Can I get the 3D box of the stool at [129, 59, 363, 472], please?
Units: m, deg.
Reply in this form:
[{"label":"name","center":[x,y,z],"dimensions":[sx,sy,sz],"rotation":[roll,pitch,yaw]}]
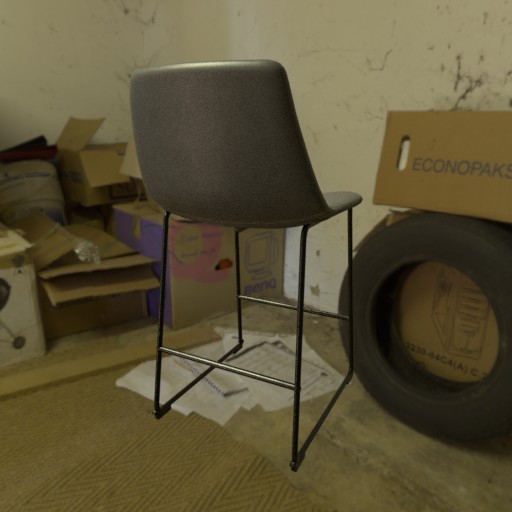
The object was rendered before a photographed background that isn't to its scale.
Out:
[{"label":"stool","center":[0.000,0.000,1.153],"dimensions":[0.470,0.876,0.546],"rotation":[9,19,27]}]
